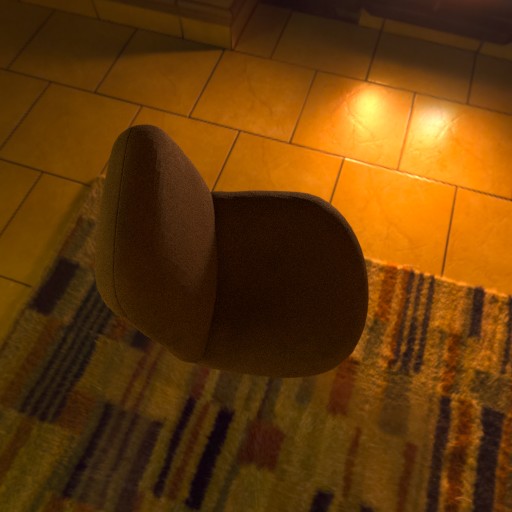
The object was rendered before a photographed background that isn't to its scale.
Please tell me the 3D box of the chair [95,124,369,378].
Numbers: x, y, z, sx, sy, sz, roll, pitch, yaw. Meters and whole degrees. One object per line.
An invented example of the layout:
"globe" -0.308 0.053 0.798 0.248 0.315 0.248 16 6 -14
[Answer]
"chair" 0.000 0.000 1.064 0.597 0.594 0.521 -1 64 -1
